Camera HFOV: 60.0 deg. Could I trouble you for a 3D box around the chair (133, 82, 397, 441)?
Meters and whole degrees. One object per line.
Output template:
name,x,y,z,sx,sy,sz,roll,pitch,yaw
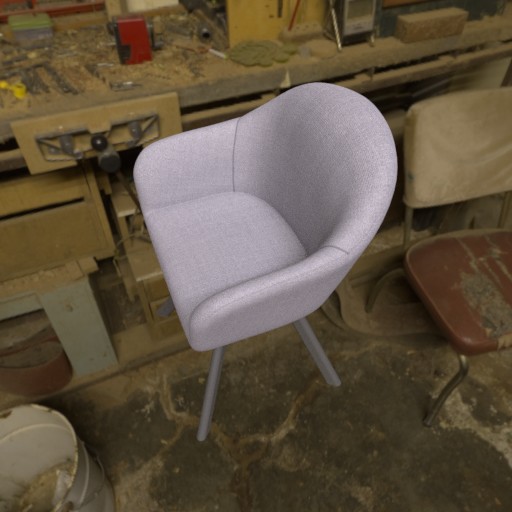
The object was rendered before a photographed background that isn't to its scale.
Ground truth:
chair,0.000,0.000,1.177,0.550,0.795,0.590,-16,48,-16
